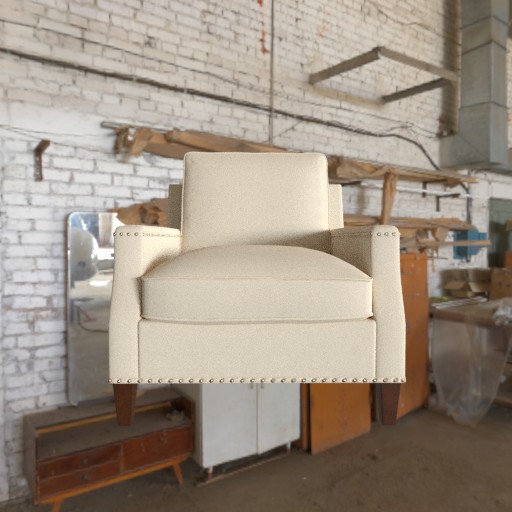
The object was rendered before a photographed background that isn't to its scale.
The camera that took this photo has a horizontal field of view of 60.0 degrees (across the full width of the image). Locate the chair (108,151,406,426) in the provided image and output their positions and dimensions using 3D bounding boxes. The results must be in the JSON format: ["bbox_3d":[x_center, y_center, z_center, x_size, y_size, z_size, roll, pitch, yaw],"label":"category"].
[{"bbox_3d":[0.000,0.000,1.715,0.853,0.943,1.014,0,2,0],"label":"chair"}]
